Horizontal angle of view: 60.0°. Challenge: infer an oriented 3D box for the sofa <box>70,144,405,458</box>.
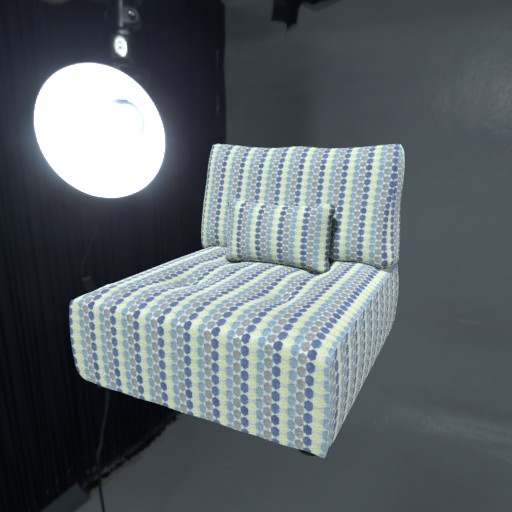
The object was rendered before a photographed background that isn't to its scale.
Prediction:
[{"bbox_3d":[0.000,0.000,1.699,0.930,0.830,1.000,7,16,26],"label":"sofa"}]
